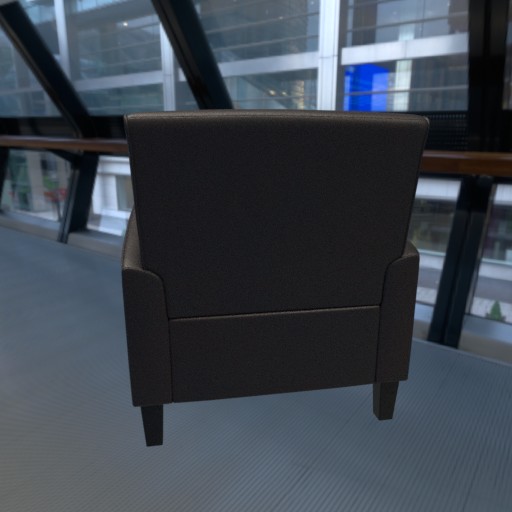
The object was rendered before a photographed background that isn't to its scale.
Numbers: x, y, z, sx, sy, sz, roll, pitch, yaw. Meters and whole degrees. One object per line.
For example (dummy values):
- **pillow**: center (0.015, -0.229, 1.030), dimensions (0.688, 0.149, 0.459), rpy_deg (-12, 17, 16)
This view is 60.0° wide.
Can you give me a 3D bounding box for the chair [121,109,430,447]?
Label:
- **chair**: center (0.000, 0.000, 1.524), dimensions (0.820, 0.916, 0.819), rpy_deg (-3, 15, -10)
